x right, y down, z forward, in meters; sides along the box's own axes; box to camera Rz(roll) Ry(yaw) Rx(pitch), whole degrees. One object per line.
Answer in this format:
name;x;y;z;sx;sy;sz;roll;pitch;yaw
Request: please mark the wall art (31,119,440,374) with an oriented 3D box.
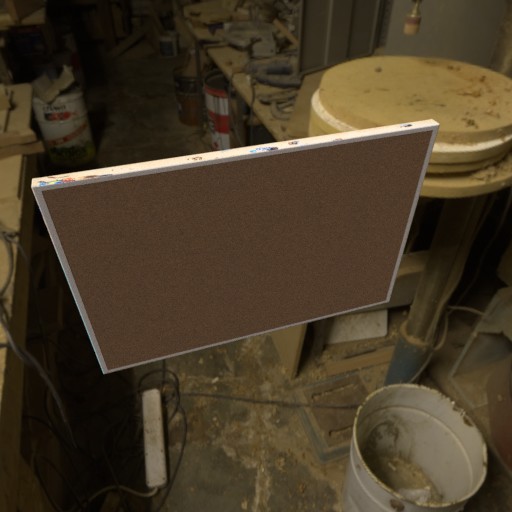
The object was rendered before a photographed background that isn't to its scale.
wall art;0.000;0.000;1.450;1.136;0.769;0.040;-12;42;-13
